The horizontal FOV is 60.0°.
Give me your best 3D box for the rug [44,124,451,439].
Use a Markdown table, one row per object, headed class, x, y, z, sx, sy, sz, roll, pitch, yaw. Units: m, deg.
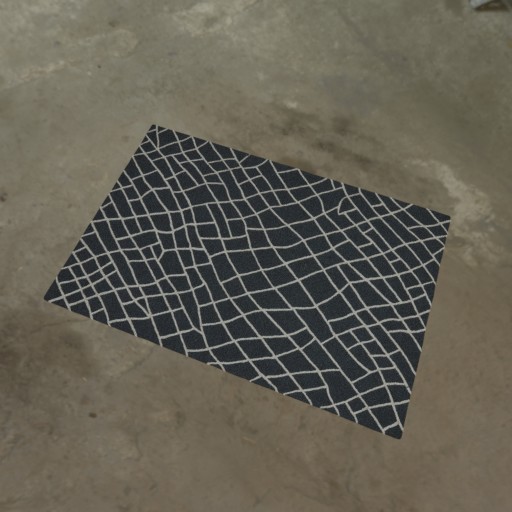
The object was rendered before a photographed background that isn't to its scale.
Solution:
| class | x | y | z | sx | sy | sz | roll | pitch | yaw |
| --- | --- | --- | --- | --- | --- | --- | --- | --- | --- |
| rug | 0.000 | 0.000 | 2.328 | 1.830 | 0.013 | 1.223 | 19 | 66 | 9 |
